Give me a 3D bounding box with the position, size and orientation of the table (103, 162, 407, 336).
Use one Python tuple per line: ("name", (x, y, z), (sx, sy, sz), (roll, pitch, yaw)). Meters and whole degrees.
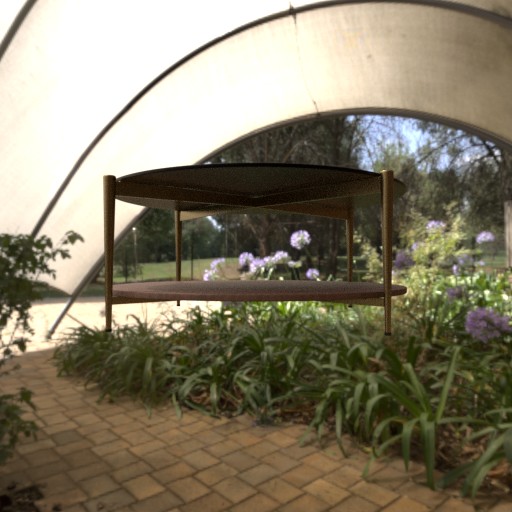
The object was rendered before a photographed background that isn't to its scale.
("table", (0.000, 0.000, 1.456), (0.938, 0.400, 0.938), (0, -1, 20))
